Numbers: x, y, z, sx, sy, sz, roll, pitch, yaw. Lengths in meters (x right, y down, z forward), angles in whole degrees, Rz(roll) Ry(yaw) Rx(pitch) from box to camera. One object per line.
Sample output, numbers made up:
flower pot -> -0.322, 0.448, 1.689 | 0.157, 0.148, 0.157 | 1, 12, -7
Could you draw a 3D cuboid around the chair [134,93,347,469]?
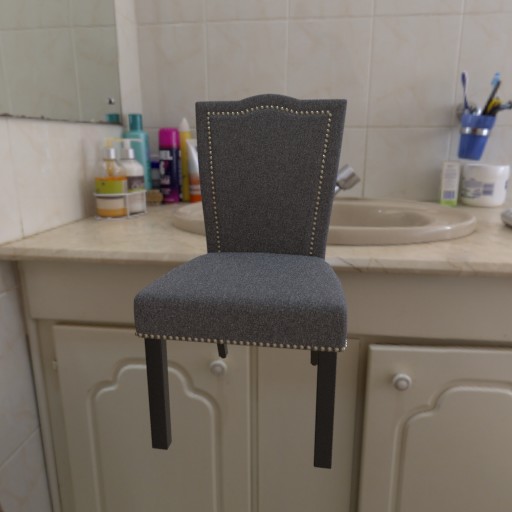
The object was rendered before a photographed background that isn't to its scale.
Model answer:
chair -> 0.000, 0.000, 1.289 | 0.518, 0.946, 0.589 | 2, 14, 9
